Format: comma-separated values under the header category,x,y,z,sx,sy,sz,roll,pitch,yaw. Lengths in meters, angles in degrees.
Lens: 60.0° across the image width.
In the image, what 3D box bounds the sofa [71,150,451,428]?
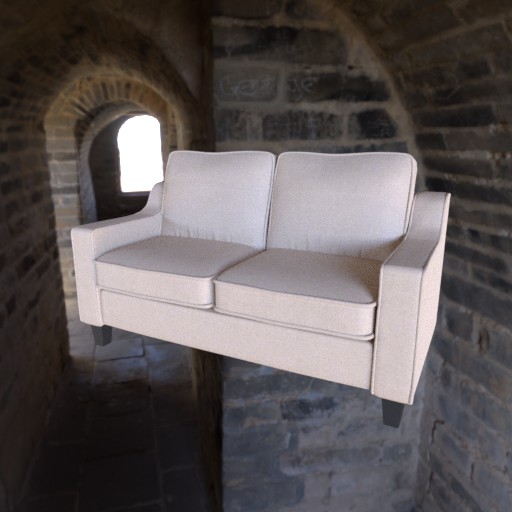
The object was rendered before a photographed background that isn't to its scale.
category,x,y,z,sx,sy,sz,roll,pitch,yaw
sofa,0.000,0.000,3.411,2.587,1.562,1.351,7,16,26
